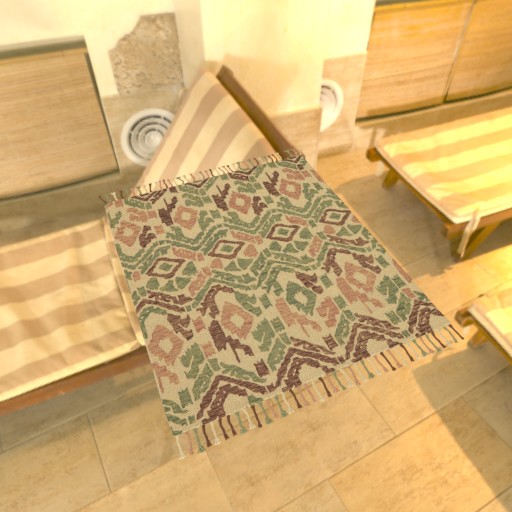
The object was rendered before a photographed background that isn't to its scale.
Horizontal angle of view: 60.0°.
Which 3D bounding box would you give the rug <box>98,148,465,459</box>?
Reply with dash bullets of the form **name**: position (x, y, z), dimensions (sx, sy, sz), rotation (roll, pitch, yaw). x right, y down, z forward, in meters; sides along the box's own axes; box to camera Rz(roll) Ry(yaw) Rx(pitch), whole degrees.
- **rug**: position (0.000, 0.000, 4.189), dimensions (2.438, 0.010, 3.048), rotation (-17, 48, -16)
